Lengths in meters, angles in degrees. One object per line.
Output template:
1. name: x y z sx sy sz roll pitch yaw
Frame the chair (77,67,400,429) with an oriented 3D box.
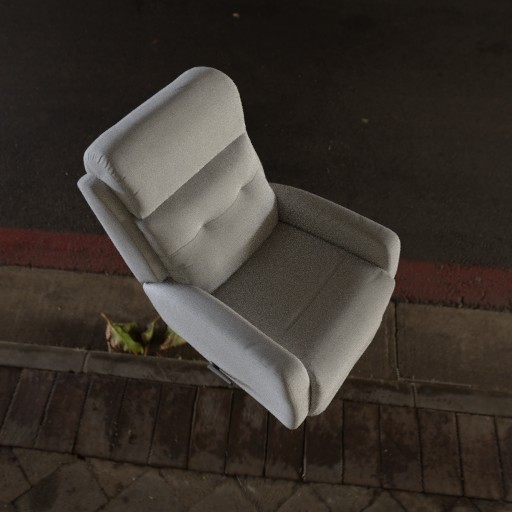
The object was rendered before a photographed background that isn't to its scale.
1. chair: 0.000 0.000 1.717 1.043 1.013 0.798 34 64 19
